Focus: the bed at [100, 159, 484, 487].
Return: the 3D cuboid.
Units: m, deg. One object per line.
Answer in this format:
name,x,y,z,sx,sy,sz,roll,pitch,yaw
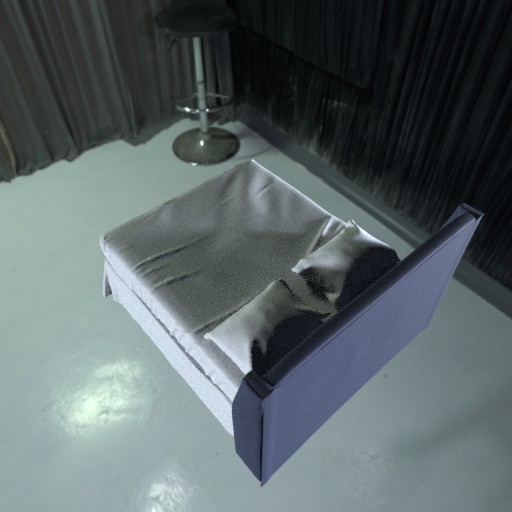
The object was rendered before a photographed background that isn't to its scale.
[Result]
bed,0.000,0.000,3.435,1.925,1.332,2.276,-33,55,-27
